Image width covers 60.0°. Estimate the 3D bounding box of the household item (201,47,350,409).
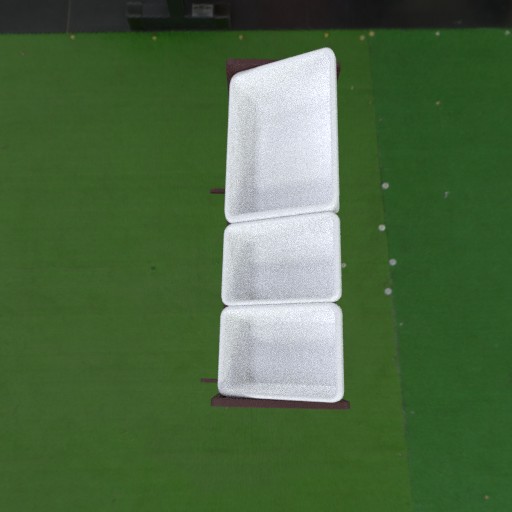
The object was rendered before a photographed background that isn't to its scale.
[{"bbox_3d":[0.000,0.000,1.302,0.389,0.864,0.787,1,76,0],"label":"household item"}]
